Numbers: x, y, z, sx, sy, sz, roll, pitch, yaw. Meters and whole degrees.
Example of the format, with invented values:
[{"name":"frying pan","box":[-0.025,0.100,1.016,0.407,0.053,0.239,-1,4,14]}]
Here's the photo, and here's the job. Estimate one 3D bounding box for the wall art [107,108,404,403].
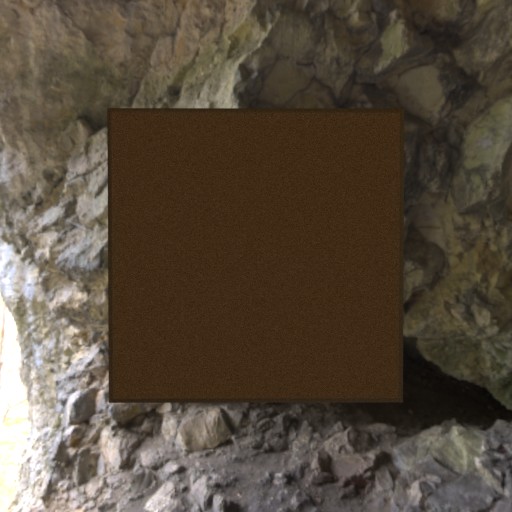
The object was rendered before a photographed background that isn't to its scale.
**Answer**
[{"name":"wall art","box":[0.000,0.000,0.788,0.513,0.511,0.038,0,1,0]}]
